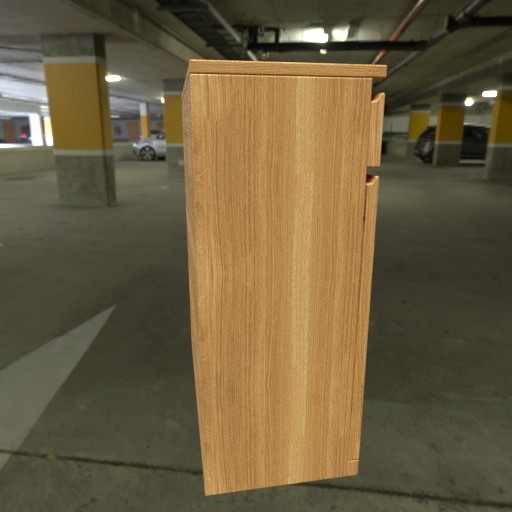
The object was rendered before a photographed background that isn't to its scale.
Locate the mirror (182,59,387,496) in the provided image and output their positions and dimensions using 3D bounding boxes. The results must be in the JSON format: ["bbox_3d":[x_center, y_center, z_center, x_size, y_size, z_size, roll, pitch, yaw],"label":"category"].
[{"bbox_3d":[0.000,0.000,1.379,0.400,1.000,0.800,-3,15,-10],"label":"mirror"}]
